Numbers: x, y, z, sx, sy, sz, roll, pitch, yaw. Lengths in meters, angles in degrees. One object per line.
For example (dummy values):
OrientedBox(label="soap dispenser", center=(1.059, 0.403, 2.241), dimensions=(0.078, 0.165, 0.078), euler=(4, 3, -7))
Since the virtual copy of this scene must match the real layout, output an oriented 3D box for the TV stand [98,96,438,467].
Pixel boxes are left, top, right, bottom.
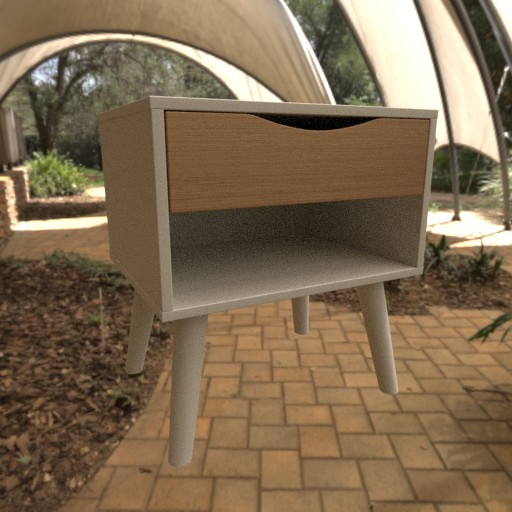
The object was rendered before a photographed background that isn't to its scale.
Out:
OrientedBox(label="TV stand", center=(0.000, 0.000, 0.902), dimensions=(0.508, 0.559, 0.405), euler=(-7, 16, -27))
